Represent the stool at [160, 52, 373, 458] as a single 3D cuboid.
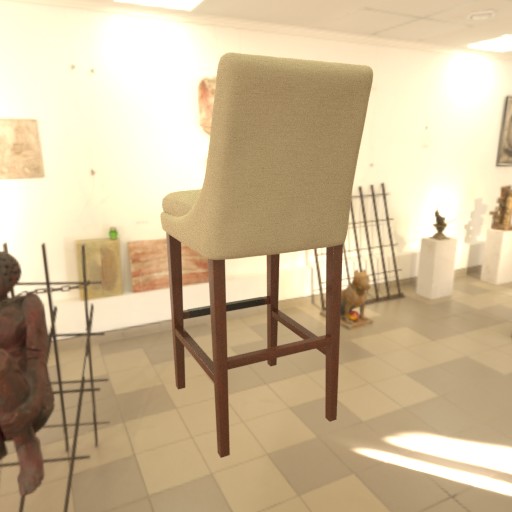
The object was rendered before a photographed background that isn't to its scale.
[{"bbox_3d":[0.000,0.000,1.400,0.470,1.078,0.577,-7,16,-26],"label":"stool"}]
